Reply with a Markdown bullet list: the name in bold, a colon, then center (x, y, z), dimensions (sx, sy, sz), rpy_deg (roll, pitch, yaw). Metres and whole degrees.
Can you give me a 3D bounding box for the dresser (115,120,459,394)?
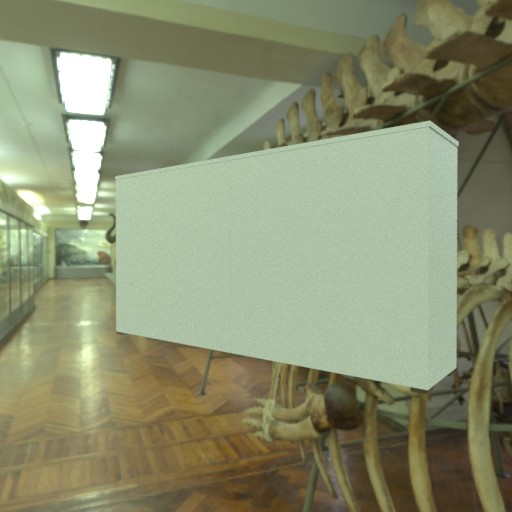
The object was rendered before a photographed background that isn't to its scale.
- **dresser**: center (0.000, 0.000, 1.883), dimensions (1.535, 0.790, 0.333), rpy_deg (0, 1, 38)
